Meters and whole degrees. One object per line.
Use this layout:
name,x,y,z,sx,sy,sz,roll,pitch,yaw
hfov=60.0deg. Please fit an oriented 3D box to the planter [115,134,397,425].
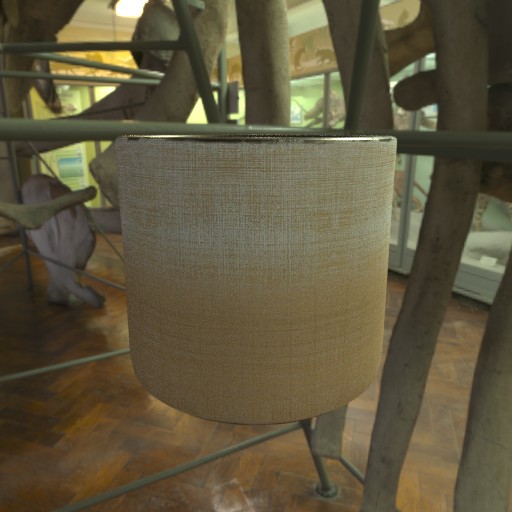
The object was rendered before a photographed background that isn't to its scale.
planter,0.000,0.000,0.383,0.221,0.201,0.221,0,16,0
